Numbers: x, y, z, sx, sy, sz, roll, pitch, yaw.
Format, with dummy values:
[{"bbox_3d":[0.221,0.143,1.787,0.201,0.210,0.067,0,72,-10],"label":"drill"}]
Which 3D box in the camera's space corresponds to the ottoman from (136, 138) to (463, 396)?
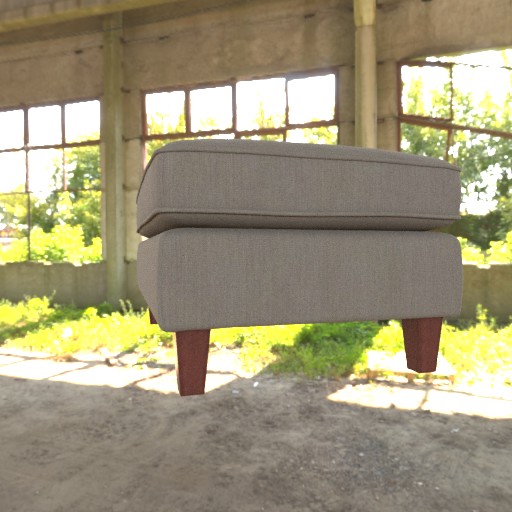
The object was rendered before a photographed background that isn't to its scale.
[{"bbox_3d":[0.000,0.000,1.247,0.636,0.480,0.941,0,1,-17],"label":"ottoman"}]
